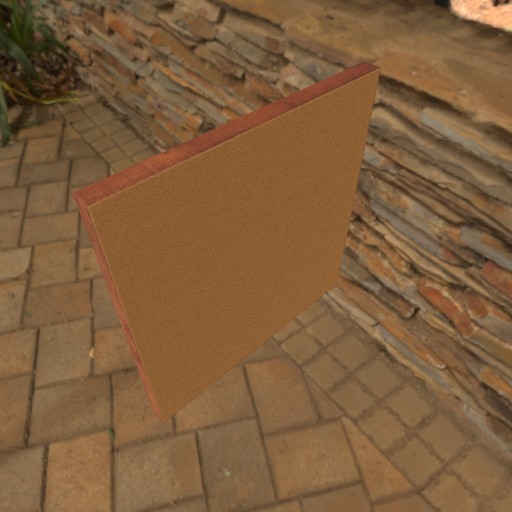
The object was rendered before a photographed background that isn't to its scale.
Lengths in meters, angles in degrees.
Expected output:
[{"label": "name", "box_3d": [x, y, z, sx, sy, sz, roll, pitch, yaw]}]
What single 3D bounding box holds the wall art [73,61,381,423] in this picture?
[{"label": "wall art", "box_3d": [0.000, 0.000, 0.847, 0.554, 0.572, 0.037, -33, 54, -28]}]
